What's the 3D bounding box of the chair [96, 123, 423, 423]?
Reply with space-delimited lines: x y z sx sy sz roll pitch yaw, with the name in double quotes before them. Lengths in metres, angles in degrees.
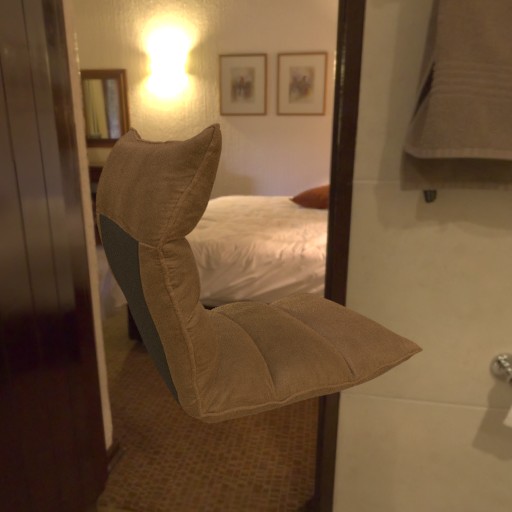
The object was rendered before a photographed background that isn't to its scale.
"chair" 0.000 0.000 1.587 0.985 0.892 0.714 -8 17 -26
